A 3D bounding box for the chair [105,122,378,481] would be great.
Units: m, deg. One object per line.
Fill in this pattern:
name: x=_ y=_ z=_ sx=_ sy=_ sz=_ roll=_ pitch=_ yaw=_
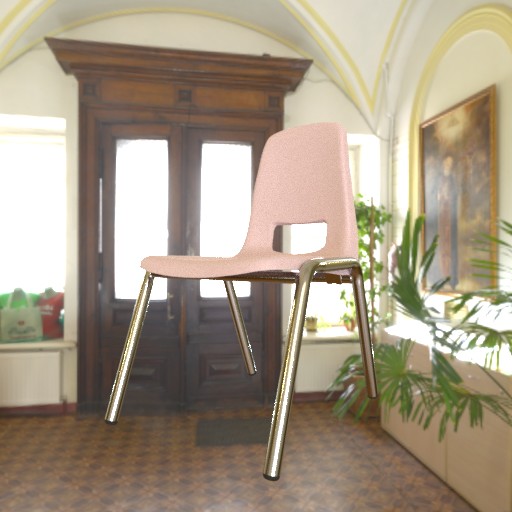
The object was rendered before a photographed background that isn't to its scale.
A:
chair: x=0.000 y=0.000 z=0.837 sx=0.354 sy=0.586 sz=0.423 roll=0 pitch=0 yaw=35
